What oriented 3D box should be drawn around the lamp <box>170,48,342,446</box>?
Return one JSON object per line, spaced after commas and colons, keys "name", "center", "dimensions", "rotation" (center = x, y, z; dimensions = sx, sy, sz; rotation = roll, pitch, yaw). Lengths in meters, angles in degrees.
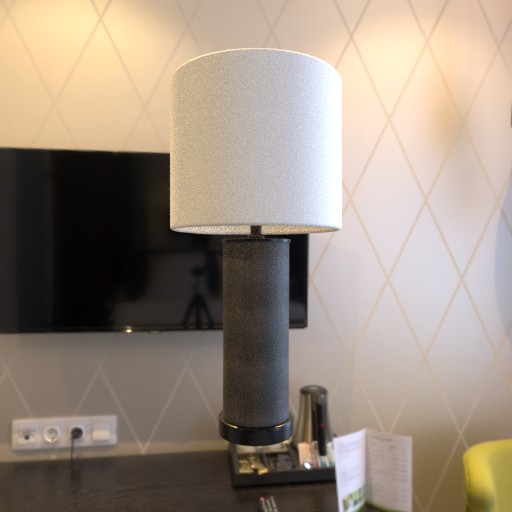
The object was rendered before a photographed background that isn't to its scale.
{"name": "lamp", "center": [0.000, 0.000, 0.804], "dimensions": [0.305, 0.634, 0.305], "rotation": [0, 0, -38]}
